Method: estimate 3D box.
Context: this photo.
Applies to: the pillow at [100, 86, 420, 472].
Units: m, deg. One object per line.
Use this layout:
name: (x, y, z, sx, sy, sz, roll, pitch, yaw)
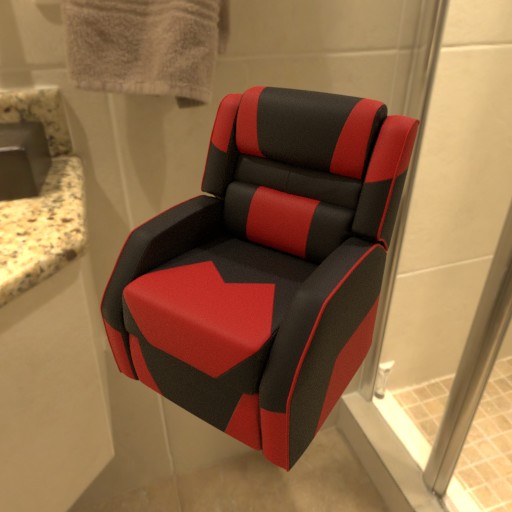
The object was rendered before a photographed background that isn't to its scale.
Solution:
pillow: (0.000, 0.000, 1.265, 0.620, 0.805, 0.672, 19, 36, 28)
